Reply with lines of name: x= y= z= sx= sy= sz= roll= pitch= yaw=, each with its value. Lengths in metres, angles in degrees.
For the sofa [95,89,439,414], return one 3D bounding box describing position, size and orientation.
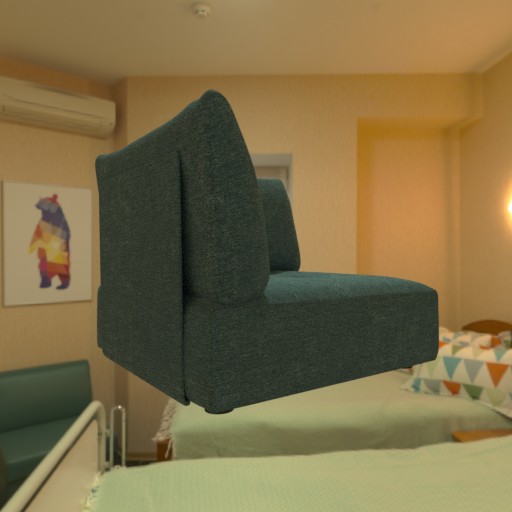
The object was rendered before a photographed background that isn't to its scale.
sofa: x=0.000 y=0.000 z=1.720 sx=1.000 sy=0.820 sz=1.000 roll=0 pitch=0 yaw=-35
